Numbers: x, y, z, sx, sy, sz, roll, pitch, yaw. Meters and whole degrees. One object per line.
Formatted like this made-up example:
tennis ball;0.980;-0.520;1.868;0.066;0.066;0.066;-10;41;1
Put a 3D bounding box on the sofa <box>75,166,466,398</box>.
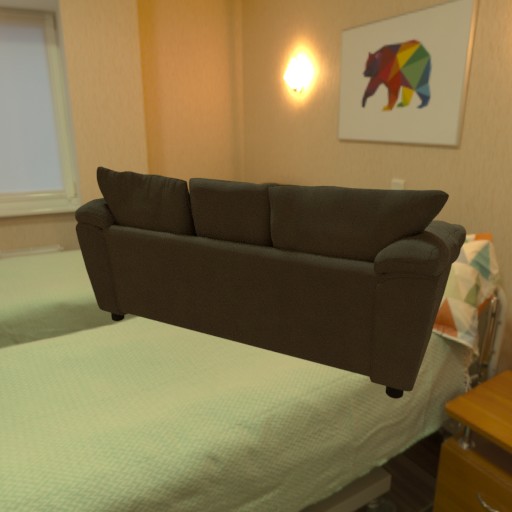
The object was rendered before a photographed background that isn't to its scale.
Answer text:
sofa;0.000;0.000;2.809;2.336;1.073;0.878;9;19;27
